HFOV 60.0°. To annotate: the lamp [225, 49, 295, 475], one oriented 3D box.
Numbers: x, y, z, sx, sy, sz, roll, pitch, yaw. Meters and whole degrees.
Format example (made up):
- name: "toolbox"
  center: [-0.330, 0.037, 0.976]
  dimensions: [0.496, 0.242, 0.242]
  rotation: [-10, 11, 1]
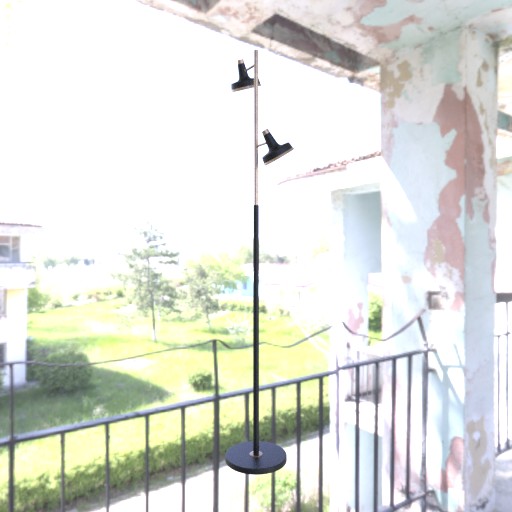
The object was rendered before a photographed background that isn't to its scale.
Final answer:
- name: "lamp"
  center: [0.000, 0.000, 1.814]
  dimensions: [0.253, 1.674, 0.351]
  rotation: [0, 1, -35]
